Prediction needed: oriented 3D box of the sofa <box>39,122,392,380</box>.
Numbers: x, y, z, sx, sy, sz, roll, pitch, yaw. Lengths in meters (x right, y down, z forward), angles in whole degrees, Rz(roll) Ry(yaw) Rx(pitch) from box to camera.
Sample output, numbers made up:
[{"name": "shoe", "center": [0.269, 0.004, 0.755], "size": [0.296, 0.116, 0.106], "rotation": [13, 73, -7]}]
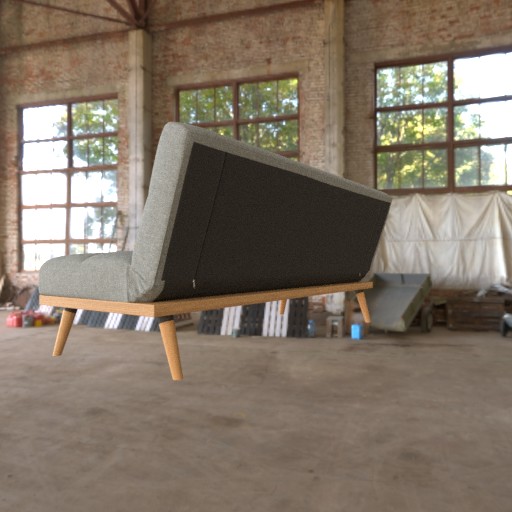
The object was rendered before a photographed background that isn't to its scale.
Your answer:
[{"name": "sofa", "center": [0.000, 0.000, 2.223], "size": [0.800, 0.800, 1.820], "rotation": [0, -1, 36]}]
